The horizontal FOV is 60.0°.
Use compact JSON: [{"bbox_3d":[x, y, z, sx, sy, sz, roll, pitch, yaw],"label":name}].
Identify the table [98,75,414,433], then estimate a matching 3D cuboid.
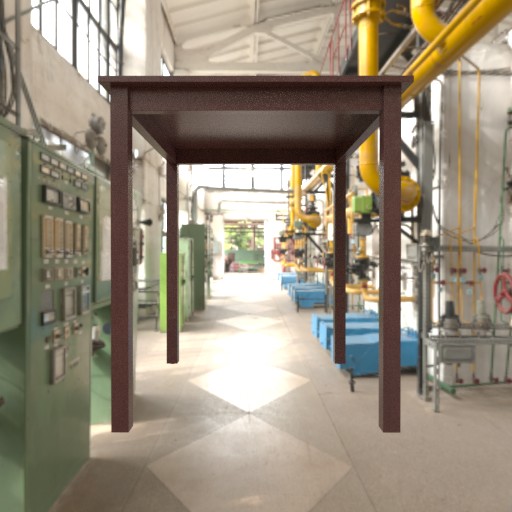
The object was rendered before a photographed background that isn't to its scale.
[{"bbox_3d":[0.000,0.000,1.642,0.861,0.991,0.861,0,1,0],"label":"table"}]
